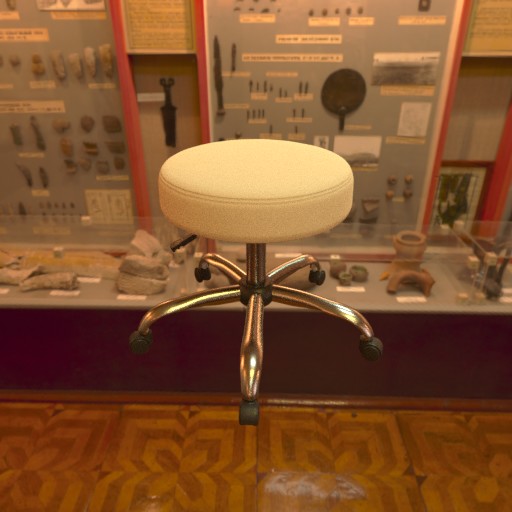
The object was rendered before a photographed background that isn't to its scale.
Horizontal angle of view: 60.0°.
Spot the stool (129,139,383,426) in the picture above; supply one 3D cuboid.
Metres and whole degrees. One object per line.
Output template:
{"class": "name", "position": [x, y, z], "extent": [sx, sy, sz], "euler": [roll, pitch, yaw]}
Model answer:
{"class": "stool", "position": [0.000, 0.000, 1.057], "extent": [0.634, 0.482, 0.614], "euler": [1, 28, 3]}
